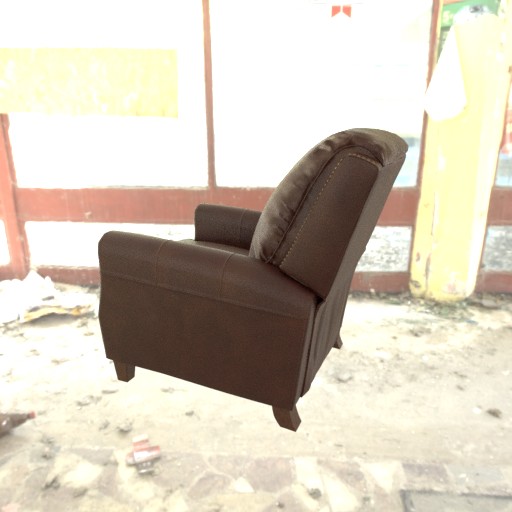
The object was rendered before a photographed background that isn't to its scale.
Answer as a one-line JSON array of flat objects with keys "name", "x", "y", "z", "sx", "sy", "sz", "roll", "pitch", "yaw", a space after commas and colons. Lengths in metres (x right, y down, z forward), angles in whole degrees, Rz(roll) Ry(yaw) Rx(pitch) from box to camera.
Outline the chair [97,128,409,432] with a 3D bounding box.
[{"name": "chair", "x": 0.000, "y": 0.000, "z": 1.837, "sx": 1.089, "sy": 1.022, "sz": 0.826, "roll": 7, "pitch": 18, "yaw": 23}]
